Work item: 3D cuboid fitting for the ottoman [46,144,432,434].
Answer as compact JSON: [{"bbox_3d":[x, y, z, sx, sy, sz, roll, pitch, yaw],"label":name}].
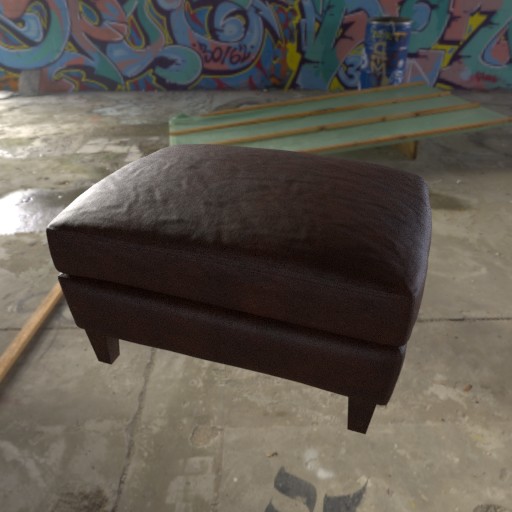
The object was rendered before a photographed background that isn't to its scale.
[{"bbox_3d":[0.000,0.000,1.265,0.887,0.527,0.659,10,33,16],"label":"ottoman"}]
